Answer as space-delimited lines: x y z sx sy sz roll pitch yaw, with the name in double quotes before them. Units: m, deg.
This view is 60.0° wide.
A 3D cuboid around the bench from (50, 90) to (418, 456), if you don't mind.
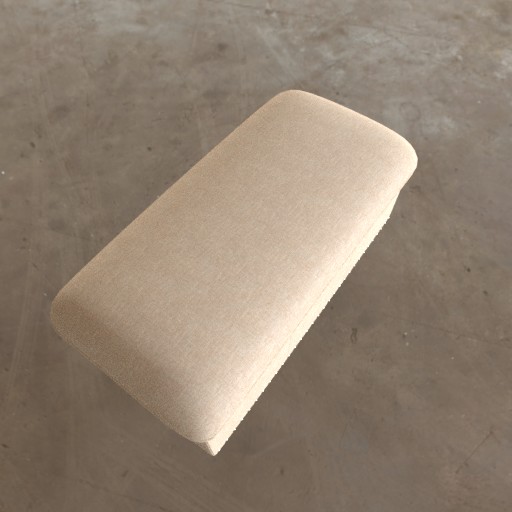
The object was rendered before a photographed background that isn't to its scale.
"bench" 0.000 0.000 1.250 0.483 0.483 0.991 32 63 19
